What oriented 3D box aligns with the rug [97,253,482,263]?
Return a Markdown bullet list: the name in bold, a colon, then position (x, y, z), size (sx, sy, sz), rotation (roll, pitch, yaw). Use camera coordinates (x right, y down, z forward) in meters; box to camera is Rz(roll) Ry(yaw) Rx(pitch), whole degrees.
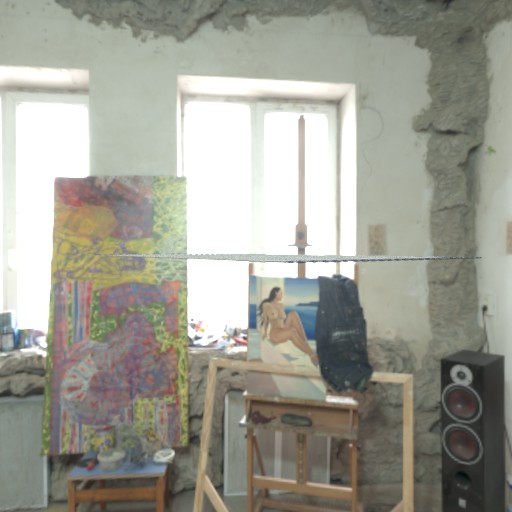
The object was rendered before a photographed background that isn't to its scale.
- **rug**: position (0.000, 0.000, 2.642), size (1.248, 0.009, 2.108), rotation (-1, 1, -36)
